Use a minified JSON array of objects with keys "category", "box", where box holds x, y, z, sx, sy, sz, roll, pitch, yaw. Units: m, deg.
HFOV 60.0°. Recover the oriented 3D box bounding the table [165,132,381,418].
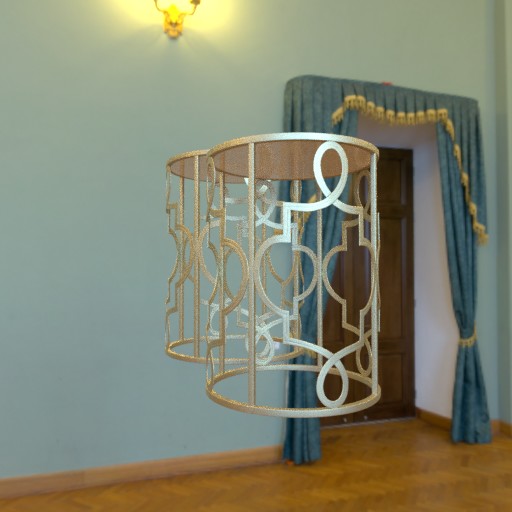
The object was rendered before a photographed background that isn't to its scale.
[{"category":"table","box":[0.000,0.000,1.162,0.420,0.564,0.846,0,-2,-18]}]
